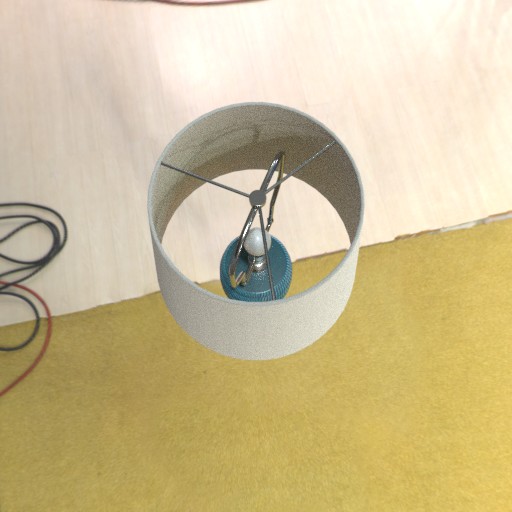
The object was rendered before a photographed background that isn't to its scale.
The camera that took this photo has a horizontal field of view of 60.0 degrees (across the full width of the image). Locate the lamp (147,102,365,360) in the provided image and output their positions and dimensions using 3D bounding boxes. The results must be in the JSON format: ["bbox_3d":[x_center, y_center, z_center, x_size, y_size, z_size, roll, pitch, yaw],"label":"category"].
[{"bbox_3d":[0.000,0.000,0.554,0.254,0.392,0.254,0,76,0],"label":"lamp"}]
